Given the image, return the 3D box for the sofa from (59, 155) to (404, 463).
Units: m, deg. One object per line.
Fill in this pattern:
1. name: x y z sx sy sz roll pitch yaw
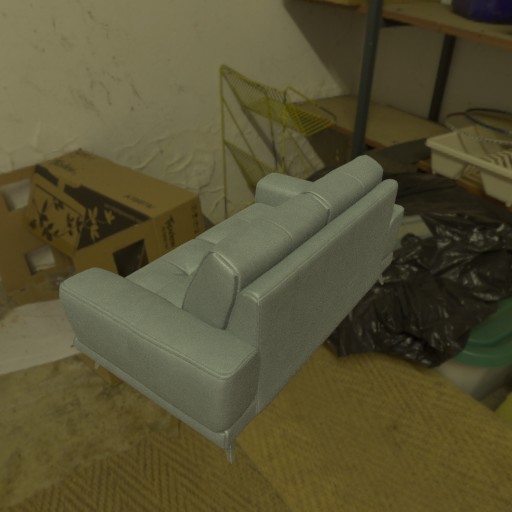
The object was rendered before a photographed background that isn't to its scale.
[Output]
1. sofa: 0.000 0.000 2.431 1.018 0.907 1.806 21 37 30
